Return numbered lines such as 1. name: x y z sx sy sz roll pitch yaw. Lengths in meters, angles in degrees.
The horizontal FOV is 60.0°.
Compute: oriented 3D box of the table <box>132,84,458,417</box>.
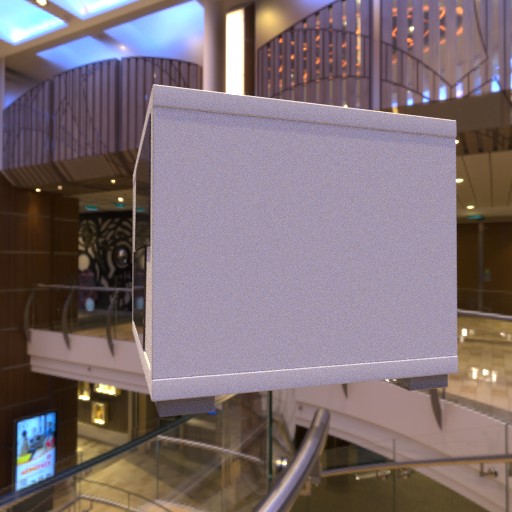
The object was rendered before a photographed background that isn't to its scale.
1. table: 0.000 0.000 0.776 0.399 0.357 0.517 0 -1 -18
